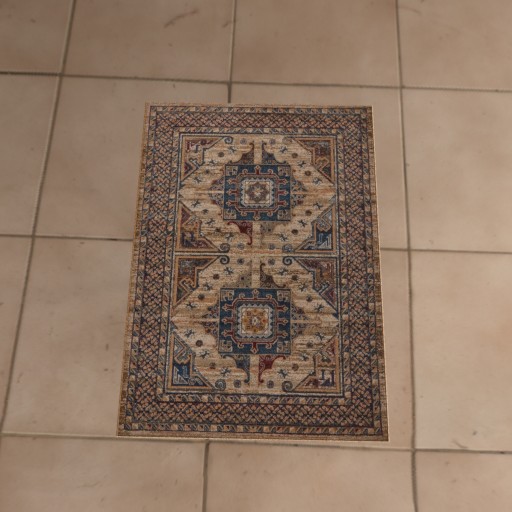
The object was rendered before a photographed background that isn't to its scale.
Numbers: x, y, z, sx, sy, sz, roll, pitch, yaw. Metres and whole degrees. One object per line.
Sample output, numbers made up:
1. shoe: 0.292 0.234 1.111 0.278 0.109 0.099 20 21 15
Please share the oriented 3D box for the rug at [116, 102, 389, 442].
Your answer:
1. rug: 0.000 0.000 2.879 1.611 0.008 2.227 1 76 0
